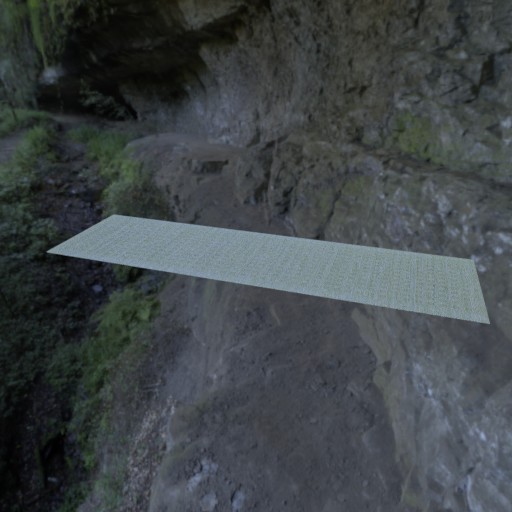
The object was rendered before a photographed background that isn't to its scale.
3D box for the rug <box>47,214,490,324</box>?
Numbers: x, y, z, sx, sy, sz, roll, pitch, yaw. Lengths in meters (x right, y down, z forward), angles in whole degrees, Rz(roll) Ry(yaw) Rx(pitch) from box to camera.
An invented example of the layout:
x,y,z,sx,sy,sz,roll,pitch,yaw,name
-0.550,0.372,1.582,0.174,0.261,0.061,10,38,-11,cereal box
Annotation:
x,y,z,sx,sy,sz,roll,pitch,yaw,name
0.000,0.000,2.628,2.437,0.006,0.686,8,27,16,rug
